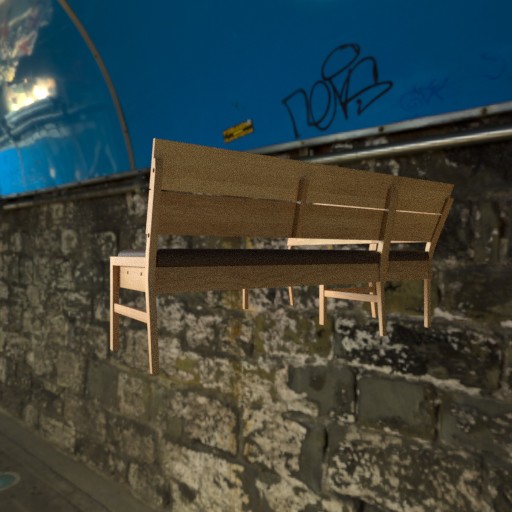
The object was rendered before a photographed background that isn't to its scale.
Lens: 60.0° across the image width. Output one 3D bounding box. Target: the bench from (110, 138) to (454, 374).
[{"bbox_3d":[0.000,0.000,2.828,1.975,0.890,1.549,0,0,-35],"label":"bench"}]
